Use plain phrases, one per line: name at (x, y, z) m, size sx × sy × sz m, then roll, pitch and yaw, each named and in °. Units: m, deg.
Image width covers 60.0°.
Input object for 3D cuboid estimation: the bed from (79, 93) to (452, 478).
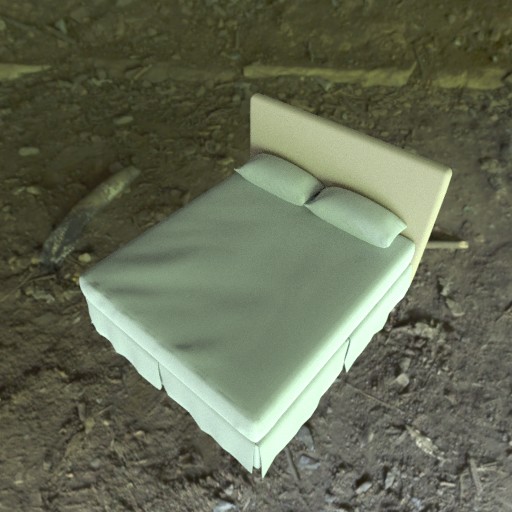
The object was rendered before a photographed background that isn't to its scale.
bed at (0.000, 0.000, 3.388) m, size 1.884 × 1.330 × 2.142 m, roll 31°, pitch 53°, yaw 27°
